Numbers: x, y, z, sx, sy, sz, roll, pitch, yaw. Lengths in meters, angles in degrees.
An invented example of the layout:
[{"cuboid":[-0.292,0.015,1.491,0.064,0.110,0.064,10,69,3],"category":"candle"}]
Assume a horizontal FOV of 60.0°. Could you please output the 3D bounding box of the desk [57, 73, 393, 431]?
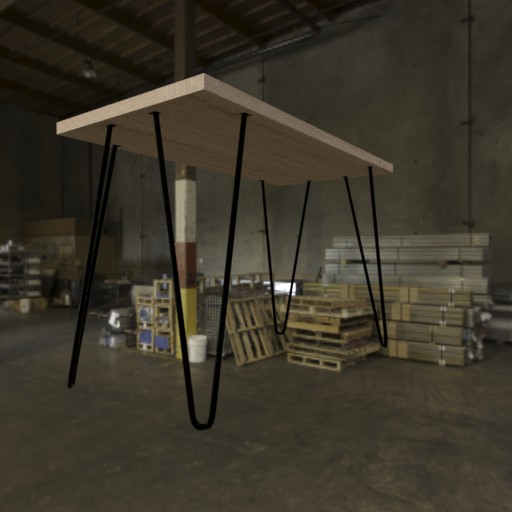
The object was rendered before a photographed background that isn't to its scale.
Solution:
[{"cuboid":[0.000,0.000,1.350,0.499,0.660,0.991,0,0,37],"category":"desk"}]
